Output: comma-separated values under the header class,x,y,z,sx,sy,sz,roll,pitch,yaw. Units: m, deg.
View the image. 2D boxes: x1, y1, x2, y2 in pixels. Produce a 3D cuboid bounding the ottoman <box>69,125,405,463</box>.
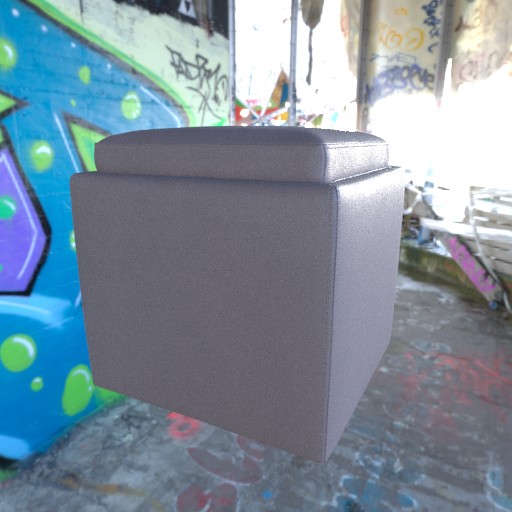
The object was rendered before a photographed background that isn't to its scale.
class,x,y,z,sx,sy,sz,roll,pitch,yaw
ottoman,0.000,0.000,0.819,0.451,0.460,0.450,8,17,27
